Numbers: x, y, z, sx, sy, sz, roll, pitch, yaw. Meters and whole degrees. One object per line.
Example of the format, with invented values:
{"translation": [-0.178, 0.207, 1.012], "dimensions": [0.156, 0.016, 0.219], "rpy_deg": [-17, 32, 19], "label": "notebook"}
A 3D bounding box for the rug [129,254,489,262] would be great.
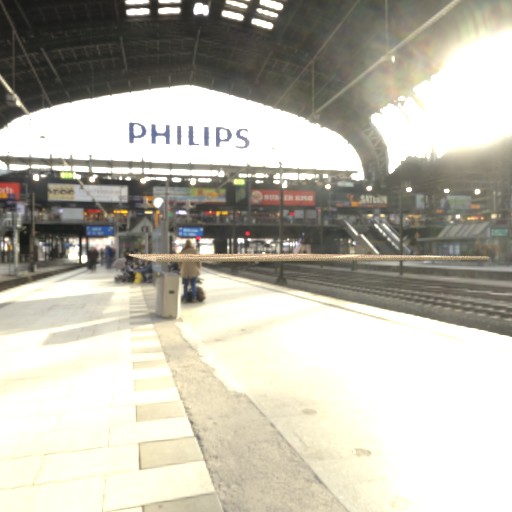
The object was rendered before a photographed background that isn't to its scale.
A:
{"translation": [0.000, 0.000, 2.896], "dimensions": [1.526, 0.014, 2.290], "rpy_deg": [0, 1, -18], "label": "rug"}
